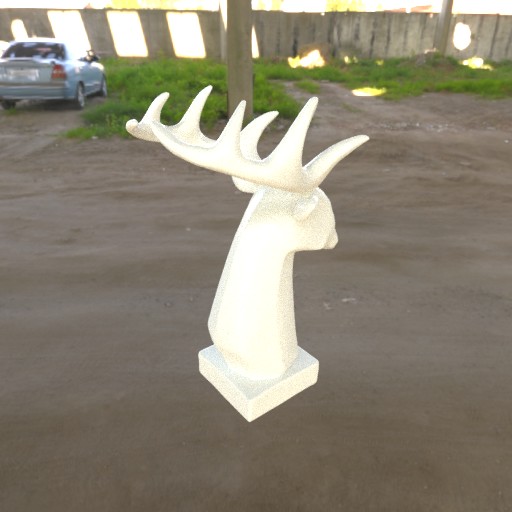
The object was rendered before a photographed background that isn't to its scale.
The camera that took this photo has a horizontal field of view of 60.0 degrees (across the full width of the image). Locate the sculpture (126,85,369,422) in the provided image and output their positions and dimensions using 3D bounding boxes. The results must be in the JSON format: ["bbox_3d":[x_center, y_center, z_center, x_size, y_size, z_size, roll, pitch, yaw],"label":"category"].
[{"bbox_3d":[0.000,0.000,0.462,0.224,0.329,0.174,-19,32,-33],"label":"sculpture"}]
